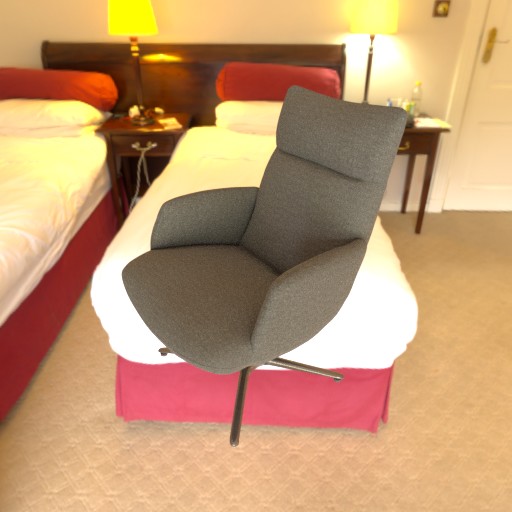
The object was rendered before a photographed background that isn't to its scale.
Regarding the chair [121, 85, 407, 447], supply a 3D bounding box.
[{"bbox_3d":[0.000,0.000,1.529,0.831,0.984,0.702,-20,36,-31],"label":"chair"}]
